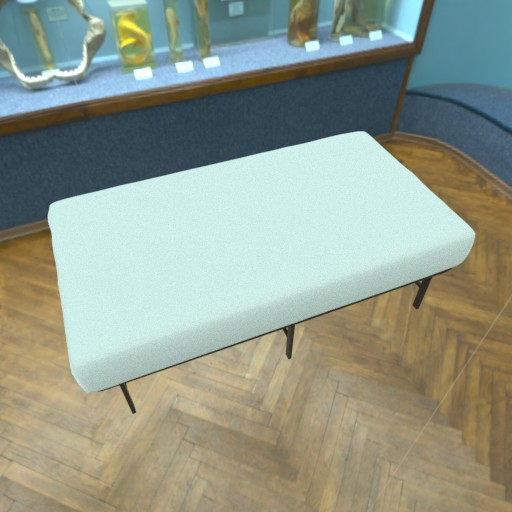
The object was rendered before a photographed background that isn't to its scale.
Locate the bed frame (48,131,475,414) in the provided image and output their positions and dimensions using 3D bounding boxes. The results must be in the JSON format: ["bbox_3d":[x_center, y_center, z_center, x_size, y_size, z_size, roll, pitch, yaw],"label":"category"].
[{"bbox_3d":[0.000,0.000,2.370,1.908,0.640,1.025,-17,48,-15],"label":"bed frame"}]
